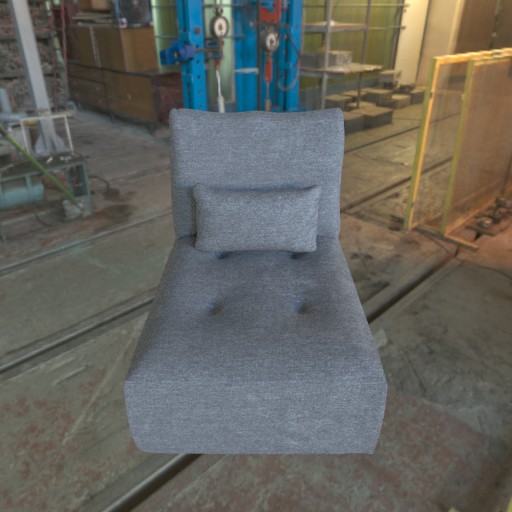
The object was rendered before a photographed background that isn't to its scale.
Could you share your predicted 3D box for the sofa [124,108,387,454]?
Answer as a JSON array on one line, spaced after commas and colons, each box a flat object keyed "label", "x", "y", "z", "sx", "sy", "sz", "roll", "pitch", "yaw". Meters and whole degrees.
[{"label": "sofa", "x": 0.000, "y": 0.000, "z": 1.533, "sx": 0.700, "sy": 0.820, "sz": 1.000, "roll": 0, "pitch": 29, "yaw": 0}]
